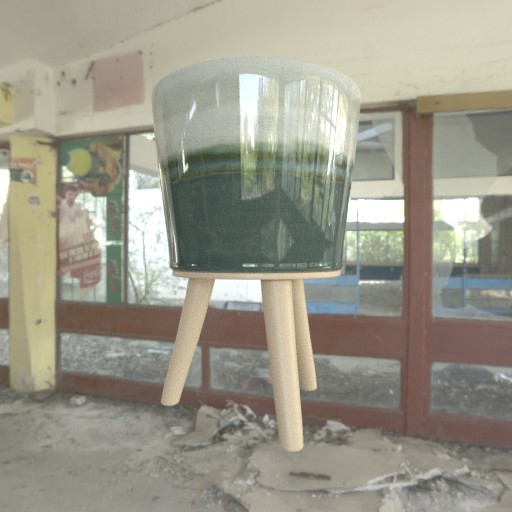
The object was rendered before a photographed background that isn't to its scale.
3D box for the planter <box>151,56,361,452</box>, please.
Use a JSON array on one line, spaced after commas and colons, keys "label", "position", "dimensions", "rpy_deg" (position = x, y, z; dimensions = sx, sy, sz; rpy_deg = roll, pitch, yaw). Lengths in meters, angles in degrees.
[{"label": "planter", "position": [0.000, 0.000, 0.471], "dimensions": [0.217, 0.331, 0.217], "rpy_deg": [0, 0, -35]}]
